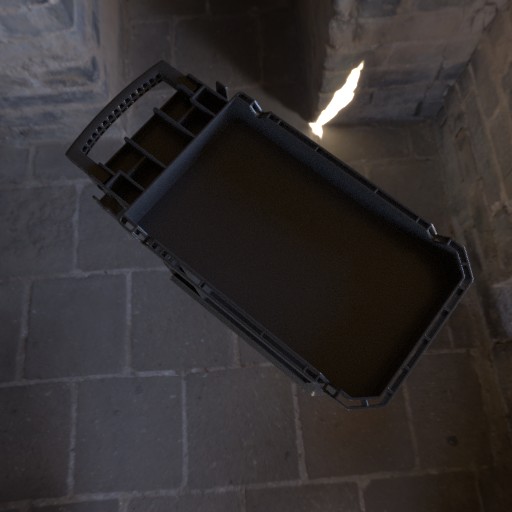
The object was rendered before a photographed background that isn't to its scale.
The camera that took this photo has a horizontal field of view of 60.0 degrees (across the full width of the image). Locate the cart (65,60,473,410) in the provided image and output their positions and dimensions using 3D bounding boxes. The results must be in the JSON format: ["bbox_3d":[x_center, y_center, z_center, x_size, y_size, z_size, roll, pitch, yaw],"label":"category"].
[{"bbox_3d":[0.000,0.000,1.556,1.061,0.884,0.497,38,78,10],"label":"cart"}]
